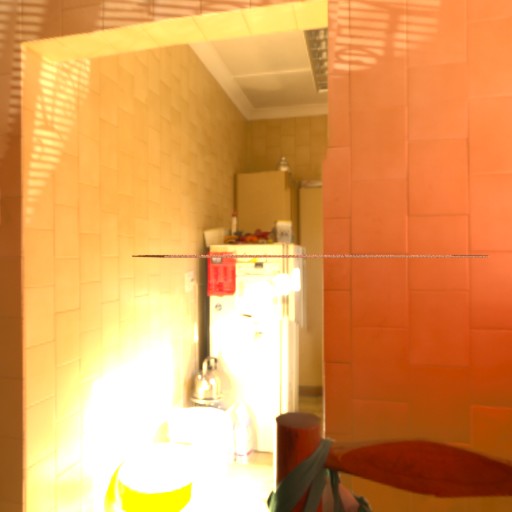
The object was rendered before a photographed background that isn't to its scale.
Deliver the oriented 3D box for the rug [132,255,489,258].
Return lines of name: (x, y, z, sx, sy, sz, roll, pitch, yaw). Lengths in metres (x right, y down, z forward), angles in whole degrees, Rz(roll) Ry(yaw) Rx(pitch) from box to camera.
rug: (0.000, 0.000, 3.010, 1.521, 0.015, 2.436, 0, 0, -18)
